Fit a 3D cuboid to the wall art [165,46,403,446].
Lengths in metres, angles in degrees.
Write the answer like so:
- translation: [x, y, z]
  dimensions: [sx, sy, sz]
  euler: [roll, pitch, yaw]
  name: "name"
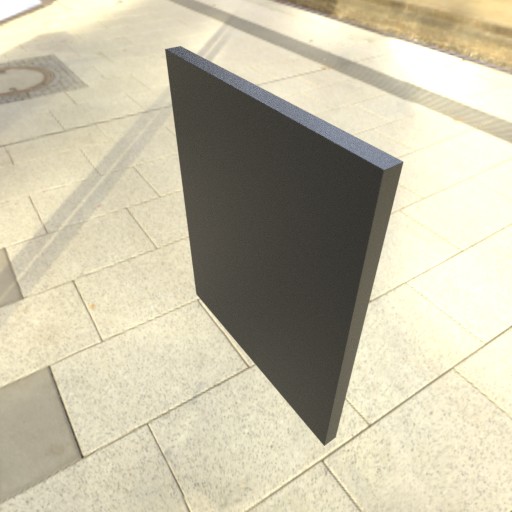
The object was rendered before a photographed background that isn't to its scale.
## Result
- translation: [0.000, 0.000, 0.749]
  dimensions: [0.028, 0.557, 0.457]
  euler: [-25, 47, -26]
  name: "wall art"
